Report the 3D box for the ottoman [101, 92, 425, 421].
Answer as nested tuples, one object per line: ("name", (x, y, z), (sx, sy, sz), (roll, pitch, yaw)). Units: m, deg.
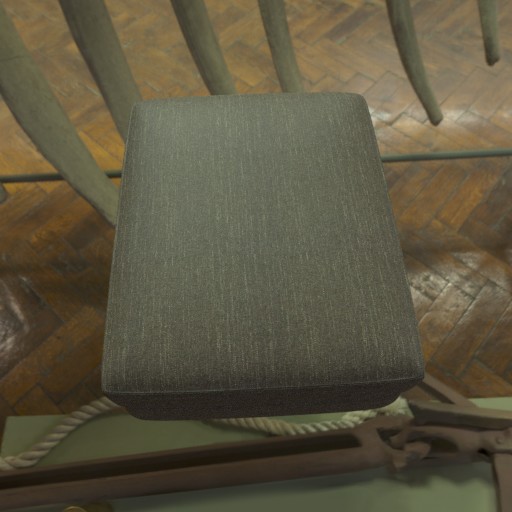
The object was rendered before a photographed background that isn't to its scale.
("ottoman", (0.000, 0.000, 1.216), (0.671, 0.490, 0.820), (-2, 63, -1))
